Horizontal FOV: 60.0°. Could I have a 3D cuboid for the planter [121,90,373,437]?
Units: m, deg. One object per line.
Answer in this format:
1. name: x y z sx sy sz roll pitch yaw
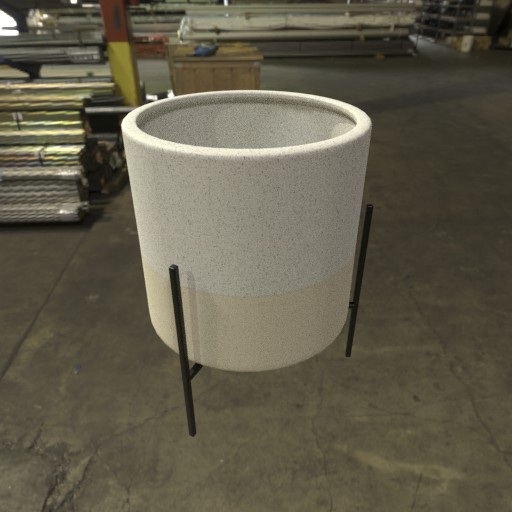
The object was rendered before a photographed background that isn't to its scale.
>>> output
1. planter: 0.000 0.000 0.671 0.335 0.423 0.313 -1 32 -2
